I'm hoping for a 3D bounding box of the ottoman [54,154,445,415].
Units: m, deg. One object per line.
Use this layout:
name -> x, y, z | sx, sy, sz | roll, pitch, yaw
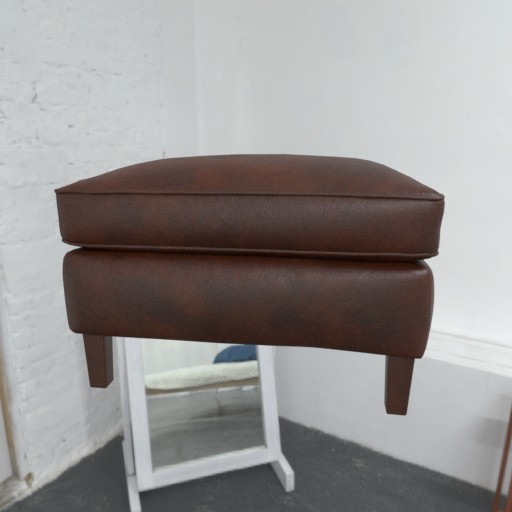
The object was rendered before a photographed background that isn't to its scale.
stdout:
ottoman -> 0.000, 0.000, 0.965 | 0.665, 0.432, 0.501 | 2, 15, 9
